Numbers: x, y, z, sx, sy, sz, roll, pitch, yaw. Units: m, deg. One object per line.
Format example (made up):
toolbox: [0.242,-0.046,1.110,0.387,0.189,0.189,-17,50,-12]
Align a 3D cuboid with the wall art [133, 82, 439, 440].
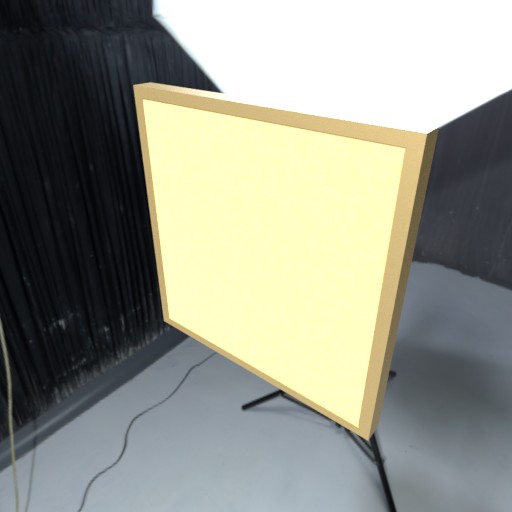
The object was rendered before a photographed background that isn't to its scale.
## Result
wall art: [0.000,0.000,1.920,1.284,1.284,0.095,22,36,33]
